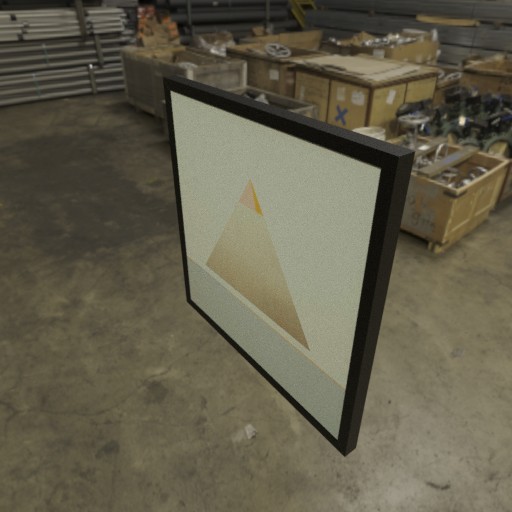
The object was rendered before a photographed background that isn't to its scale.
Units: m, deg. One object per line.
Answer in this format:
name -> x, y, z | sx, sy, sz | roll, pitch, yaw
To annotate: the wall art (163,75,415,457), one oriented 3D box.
wall art -> 0.000, 0.000, 1.148 | 0.042, 0.766, 0.769 | -22, 39, -31
